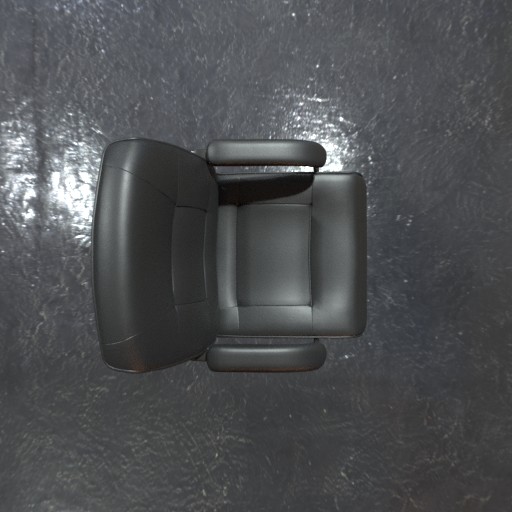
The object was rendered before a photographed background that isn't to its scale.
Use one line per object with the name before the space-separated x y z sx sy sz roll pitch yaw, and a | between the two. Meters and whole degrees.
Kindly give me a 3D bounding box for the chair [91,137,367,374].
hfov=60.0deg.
chair | 0.000 0.000 1.303 0.668 0.910 0.591 0 90 -2
